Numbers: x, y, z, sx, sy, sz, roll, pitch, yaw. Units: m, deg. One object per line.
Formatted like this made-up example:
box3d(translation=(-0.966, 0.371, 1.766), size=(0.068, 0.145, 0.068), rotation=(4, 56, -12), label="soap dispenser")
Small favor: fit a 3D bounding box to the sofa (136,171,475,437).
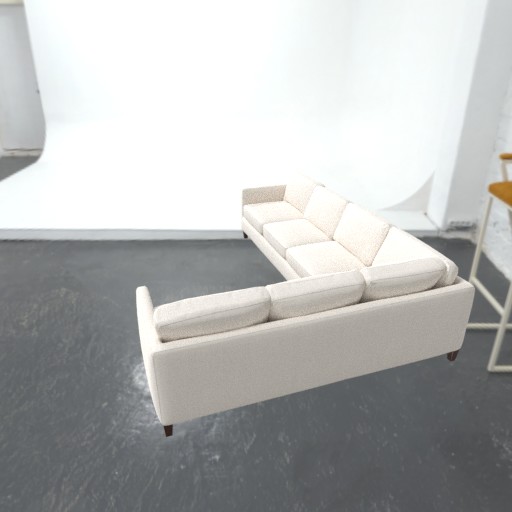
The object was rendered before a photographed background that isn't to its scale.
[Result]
box3d(translation=(0.000, 0.000, 4.608), size=(2.593, 0.947, 3.302), rotation=(-9, 26, -18), label="sofa")
